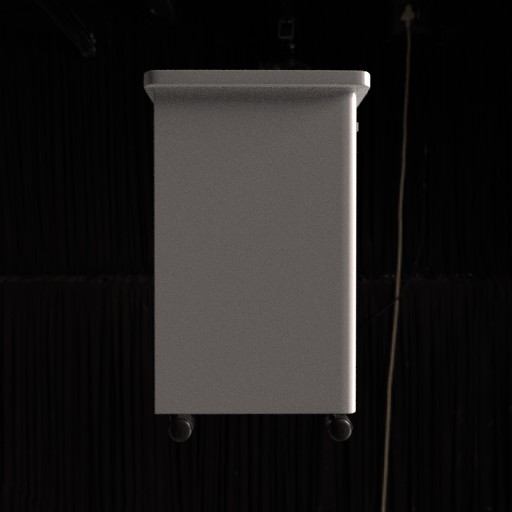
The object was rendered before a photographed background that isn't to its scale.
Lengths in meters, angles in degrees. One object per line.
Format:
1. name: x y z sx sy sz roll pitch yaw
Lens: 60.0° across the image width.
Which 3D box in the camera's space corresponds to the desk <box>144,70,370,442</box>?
1. desk: 0.000 0.000 1.340 0.475 0.763 0.877 0 1 0
